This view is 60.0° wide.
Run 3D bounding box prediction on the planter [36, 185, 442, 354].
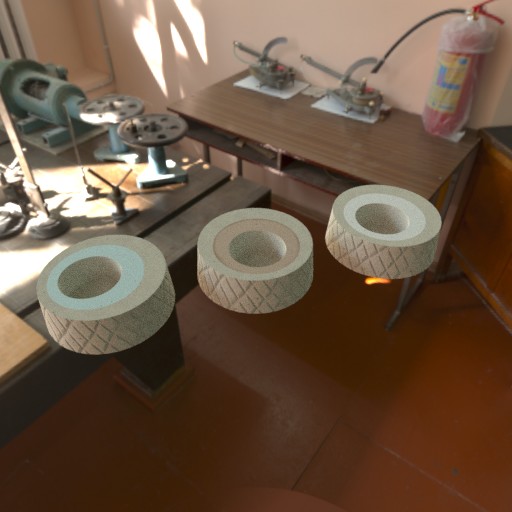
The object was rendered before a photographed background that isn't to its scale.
[{"bbox_3d":[0.000,0.000,0.425,0.390,0.038,0.114,-12,42,-14],"label":"planter"}]
